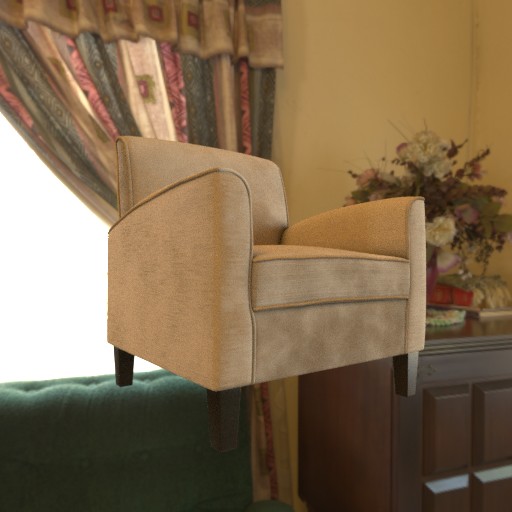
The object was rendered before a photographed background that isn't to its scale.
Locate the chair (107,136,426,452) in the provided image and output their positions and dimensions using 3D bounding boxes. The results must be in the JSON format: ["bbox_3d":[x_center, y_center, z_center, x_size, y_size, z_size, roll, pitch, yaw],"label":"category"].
[{"bbox_3d":[0.000,0.000,1.538,0.820,0.915,0.821,1,-1,-36],"label":"chair"}]
